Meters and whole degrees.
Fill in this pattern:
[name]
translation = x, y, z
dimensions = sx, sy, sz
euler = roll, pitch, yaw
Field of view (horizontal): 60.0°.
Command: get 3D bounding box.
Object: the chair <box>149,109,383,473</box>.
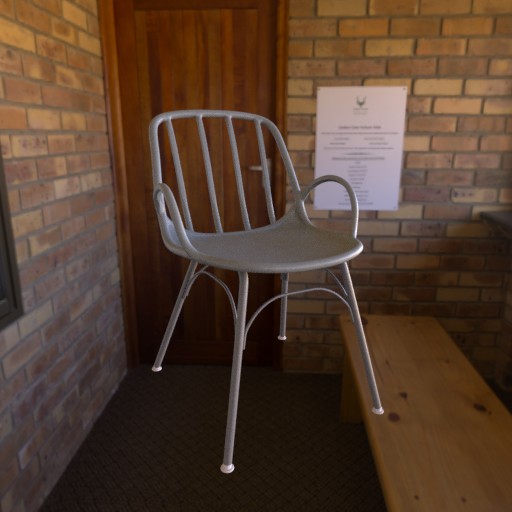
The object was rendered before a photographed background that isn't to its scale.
[chair]
translation = 0.000, 0.000, 1.256
dimensions = 0.549, 0.816, 0.597
euler = -8, 17, -28
